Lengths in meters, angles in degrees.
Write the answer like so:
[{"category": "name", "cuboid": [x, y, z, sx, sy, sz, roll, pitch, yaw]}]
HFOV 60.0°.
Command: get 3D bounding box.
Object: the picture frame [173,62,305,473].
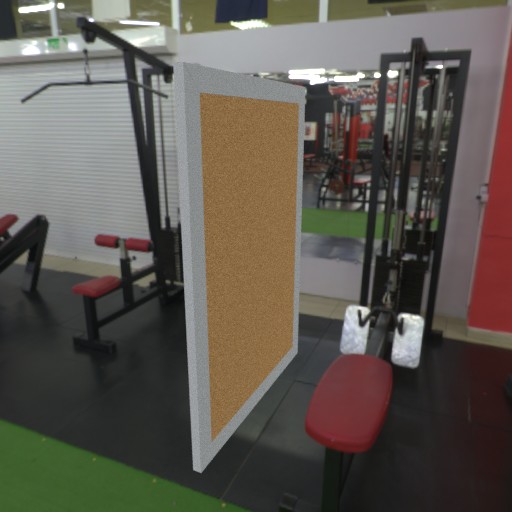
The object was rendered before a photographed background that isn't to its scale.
[{"category": "picture frame", "cuboid": [0.000, 0.000, 0.613, 0.011, 0.459, 0.326, 8, 18, 25]}]
